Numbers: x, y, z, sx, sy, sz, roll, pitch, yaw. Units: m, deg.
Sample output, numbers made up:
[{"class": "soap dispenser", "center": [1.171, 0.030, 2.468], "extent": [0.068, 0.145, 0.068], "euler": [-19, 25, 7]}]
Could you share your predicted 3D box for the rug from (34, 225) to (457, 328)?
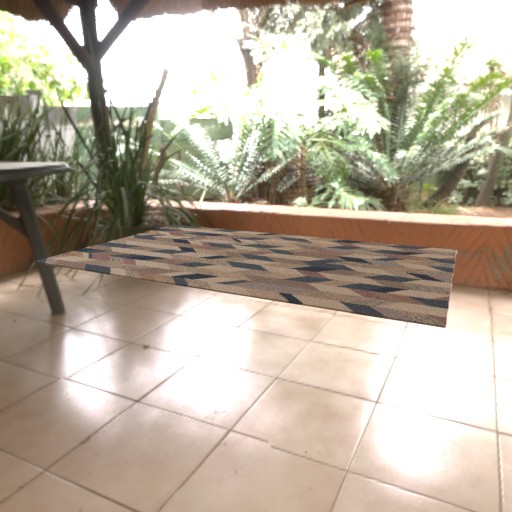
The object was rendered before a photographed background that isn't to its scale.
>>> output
[{"class": "rug", "center": [0.000, 0.000, 2.962], "extent": [2.423, 0.008, 1.513], "euler": [7, 15, 25]}]
